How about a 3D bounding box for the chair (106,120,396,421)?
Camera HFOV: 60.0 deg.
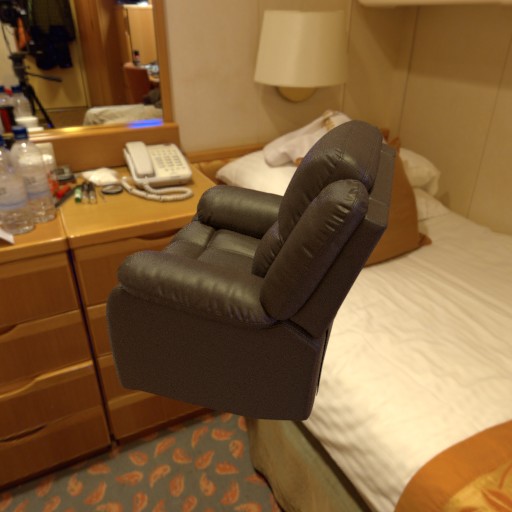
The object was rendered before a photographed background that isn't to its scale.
[{"bbox_3d":[0.000,0.000,1.737,0.934,1.009,0.899,8,30,15],"label":"chair"}]
